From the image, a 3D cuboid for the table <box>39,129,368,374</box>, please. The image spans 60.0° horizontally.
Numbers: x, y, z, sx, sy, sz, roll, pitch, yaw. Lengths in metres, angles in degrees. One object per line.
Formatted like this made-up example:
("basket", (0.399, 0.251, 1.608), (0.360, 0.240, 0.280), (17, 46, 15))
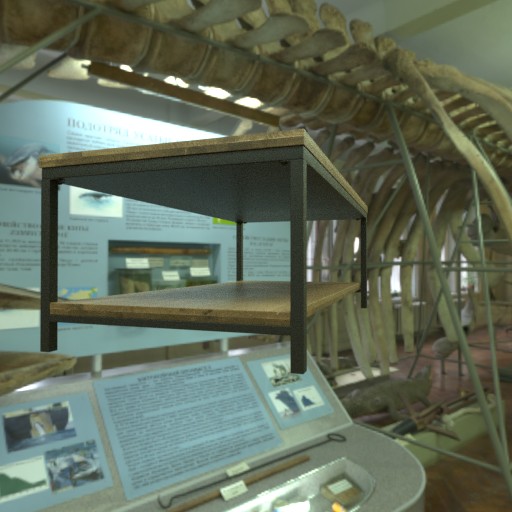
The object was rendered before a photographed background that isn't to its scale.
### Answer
("table", (0.000, 0.000, 1.327), (0.551, 0.399, 1.100), (0, -1, 19))
